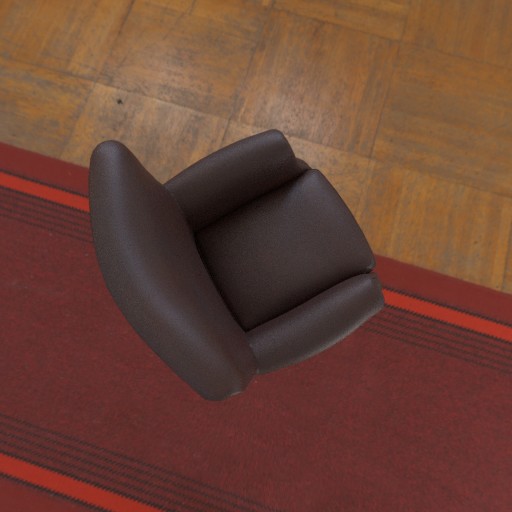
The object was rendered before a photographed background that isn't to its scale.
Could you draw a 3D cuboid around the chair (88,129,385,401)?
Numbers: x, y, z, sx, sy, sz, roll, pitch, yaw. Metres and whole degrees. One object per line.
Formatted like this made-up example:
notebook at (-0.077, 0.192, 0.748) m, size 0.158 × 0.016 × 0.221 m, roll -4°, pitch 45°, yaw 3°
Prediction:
chair at (0.000, 0.000, 1.386) m, size 0.746 × 0.800 × 0.700 m, roll -27°, pitch 76°, yaw -7°
